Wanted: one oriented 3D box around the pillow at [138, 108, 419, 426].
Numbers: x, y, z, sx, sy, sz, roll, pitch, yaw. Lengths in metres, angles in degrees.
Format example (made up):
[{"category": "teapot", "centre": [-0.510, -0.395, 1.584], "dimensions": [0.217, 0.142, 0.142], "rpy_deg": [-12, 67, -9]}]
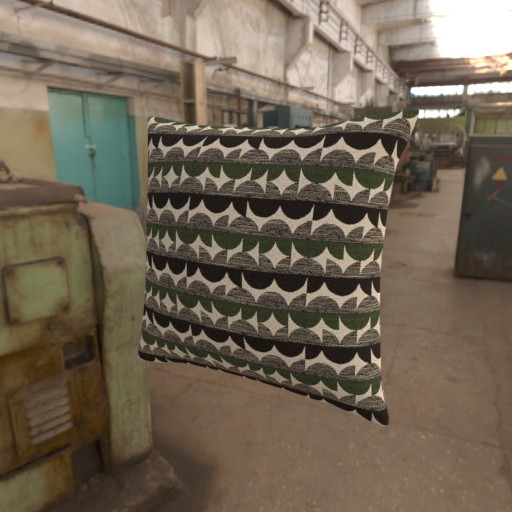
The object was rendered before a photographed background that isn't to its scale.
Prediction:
[{"category": "pillow", "centre": [0.000, 0.000, 0.651], "dimensions": [0.419, 0.404, 0.180], "rpy_deg": [7, 16, 25]}]
